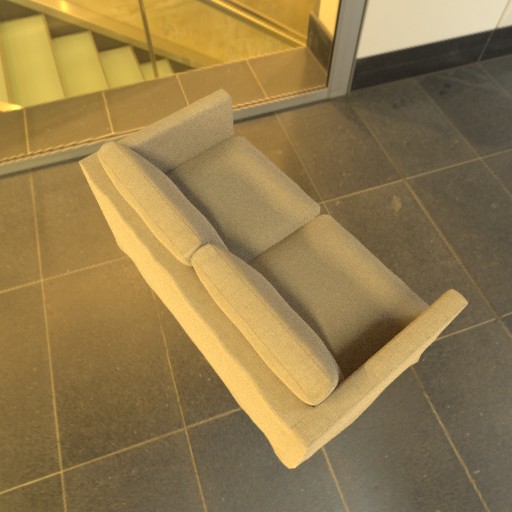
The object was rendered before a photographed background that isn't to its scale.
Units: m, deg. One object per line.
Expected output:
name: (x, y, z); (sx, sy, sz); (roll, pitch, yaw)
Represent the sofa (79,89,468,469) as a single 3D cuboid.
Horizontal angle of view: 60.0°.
sofa: (0.000, 0.000, 2.284); (0.956, 0.828, 1.766); (-34, 64, -19)
